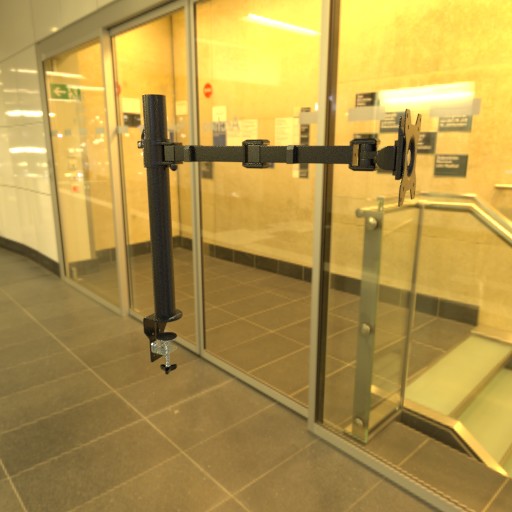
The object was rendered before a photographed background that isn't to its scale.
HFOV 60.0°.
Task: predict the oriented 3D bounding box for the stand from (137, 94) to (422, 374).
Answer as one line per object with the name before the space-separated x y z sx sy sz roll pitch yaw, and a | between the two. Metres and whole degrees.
stand | 0.000 0.000 0.716 0.456 0.510 0.115 7 16 27
